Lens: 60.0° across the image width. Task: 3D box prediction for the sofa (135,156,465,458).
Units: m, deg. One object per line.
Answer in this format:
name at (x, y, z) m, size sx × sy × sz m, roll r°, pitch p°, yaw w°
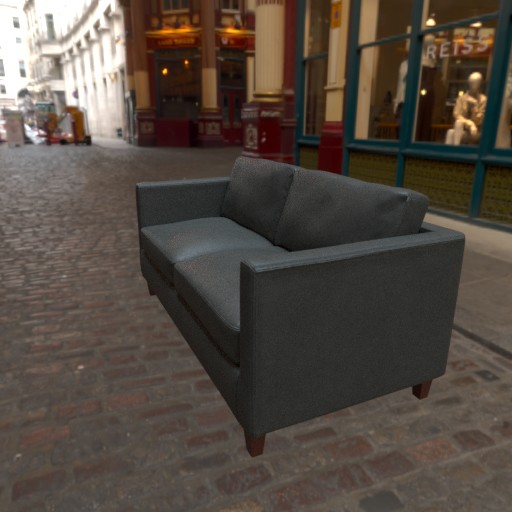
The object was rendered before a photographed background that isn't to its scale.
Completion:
sofa at (0.000, 0.000, 2.399) m, size 0.951 × 0.933 × 1.883 m, roll -8°, pitch 20°, yaw -24°
